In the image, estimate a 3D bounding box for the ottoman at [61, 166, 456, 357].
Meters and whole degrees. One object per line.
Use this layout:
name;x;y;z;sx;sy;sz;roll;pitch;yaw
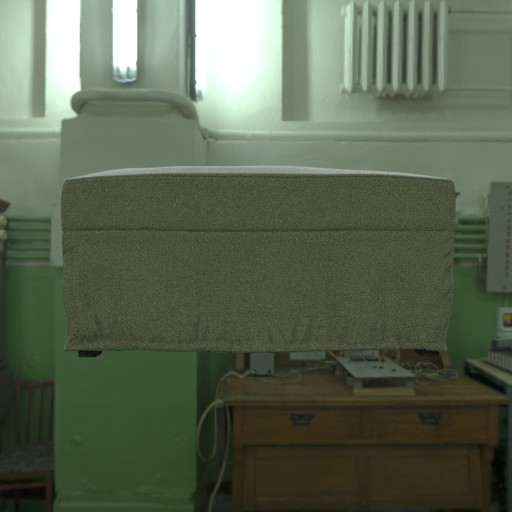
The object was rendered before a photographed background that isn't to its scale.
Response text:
ottoman;0.000;0.000;1.321;0.843;0.436;0.840;0;-1;-1
